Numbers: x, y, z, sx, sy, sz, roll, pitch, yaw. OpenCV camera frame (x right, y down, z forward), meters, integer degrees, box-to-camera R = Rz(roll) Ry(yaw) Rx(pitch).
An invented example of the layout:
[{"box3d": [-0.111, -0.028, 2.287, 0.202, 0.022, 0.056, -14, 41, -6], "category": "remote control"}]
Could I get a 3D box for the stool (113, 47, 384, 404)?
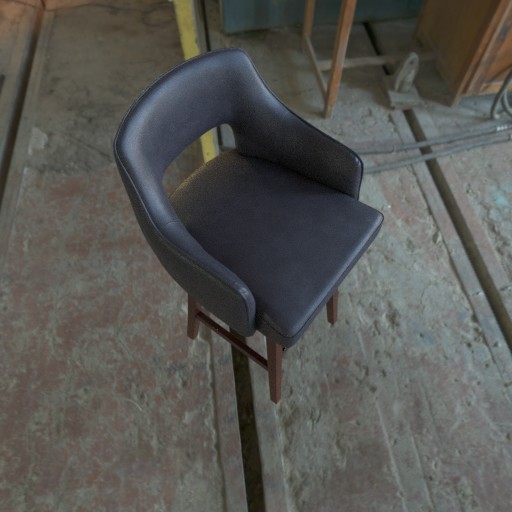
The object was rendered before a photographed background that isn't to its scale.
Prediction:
[{"box3d": [0.000, 0.000, 1.362, 0.560, 1.041, 0.550, 33, 64, 19], "category": "stool"}]
